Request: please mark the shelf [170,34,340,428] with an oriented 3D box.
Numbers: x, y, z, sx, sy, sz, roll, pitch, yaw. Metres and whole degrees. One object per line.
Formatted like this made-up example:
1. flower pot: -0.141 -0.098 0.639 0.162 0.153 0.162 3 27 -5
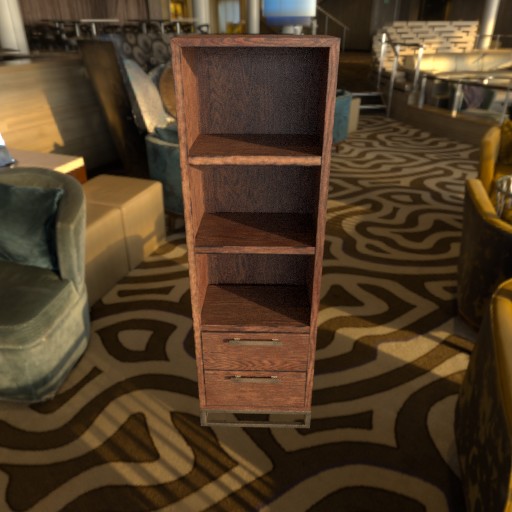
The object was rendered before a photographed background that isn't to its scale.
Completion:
1. shelf: 0.000 0.000 1.948 0.539 1.732 0.395 1 28 1
